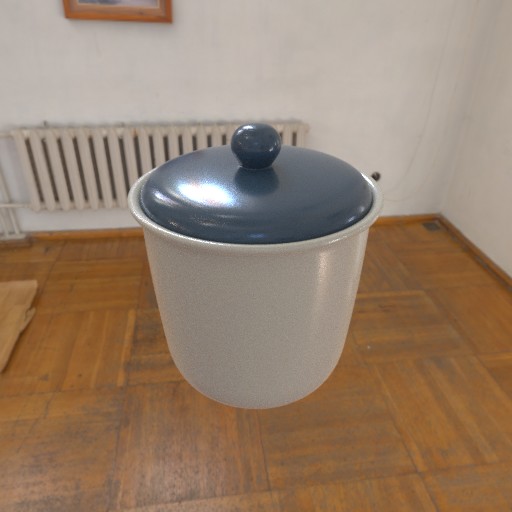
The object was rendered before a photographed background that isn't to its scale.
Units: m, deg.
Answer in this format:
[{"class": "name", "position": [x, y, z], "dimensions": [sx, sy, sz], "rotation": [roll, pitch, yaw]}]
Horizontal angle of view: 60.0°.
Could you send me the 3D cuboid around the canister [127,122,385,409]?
[{"class": "canister", "position": [0.000, 0.000, 0.353], "dimensions": [0.182, 0.208, 0.182], "rotation": [0, 31, 0]}]
